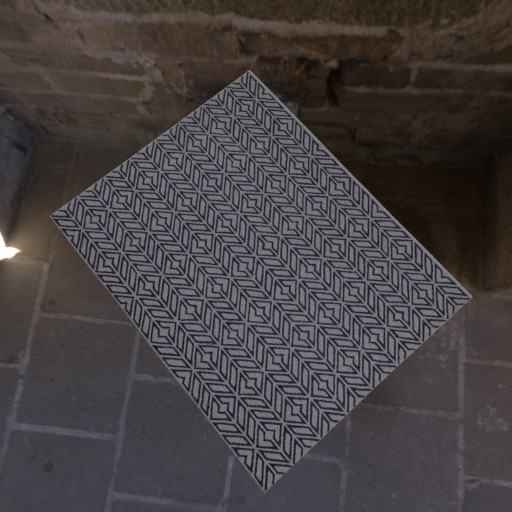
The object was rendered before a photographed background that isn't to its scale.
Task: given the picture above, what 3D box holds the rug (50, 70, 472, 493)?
[{"bbox_3d":[0.000,0.000,3.998,2.421,0.008,3.045,-39,79,-9],"label":"rug"}]
